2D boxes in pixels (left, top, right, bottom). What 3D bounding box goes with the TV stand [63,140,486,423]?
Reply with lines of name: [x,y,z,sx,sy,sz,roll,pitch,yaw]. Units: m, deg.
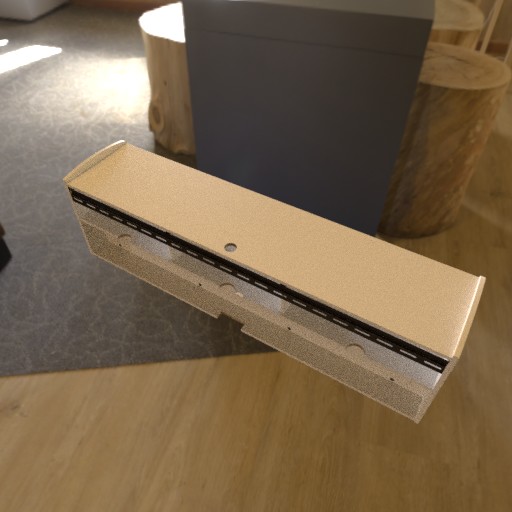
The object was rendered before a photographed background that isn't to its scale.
TV stand: [0.000,0.000,1.668,1.473,0.424,0.397,24,51,21]
